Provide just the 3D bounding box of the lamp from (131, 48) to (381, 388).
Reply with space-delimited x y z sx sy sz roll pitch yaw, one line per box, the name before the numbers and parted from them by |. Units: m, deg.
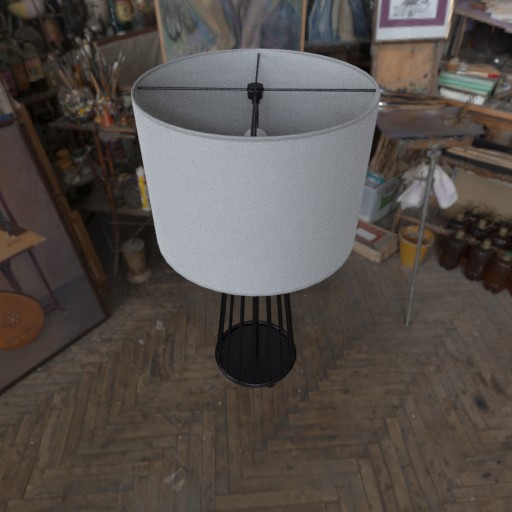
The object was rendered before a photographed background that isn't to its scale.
lamp | 0.000 0.000 0.774 0.322 0.593 0.322 1 40 1
